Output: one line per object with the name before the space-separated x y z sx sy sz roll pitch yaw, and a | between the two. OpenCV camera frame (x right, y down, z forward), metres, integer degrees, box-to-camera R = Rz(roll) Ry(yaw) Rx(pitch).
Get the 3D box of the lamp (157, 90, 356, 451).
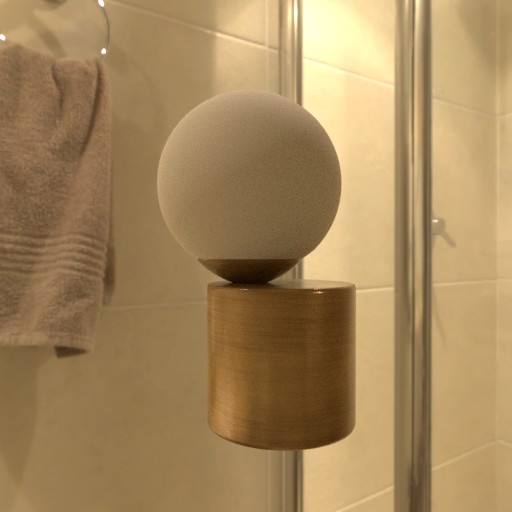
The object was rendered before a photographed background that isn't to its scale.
lamp | 0.000 0.000 0.345 0.152 0.250 0.141 0 0 19
